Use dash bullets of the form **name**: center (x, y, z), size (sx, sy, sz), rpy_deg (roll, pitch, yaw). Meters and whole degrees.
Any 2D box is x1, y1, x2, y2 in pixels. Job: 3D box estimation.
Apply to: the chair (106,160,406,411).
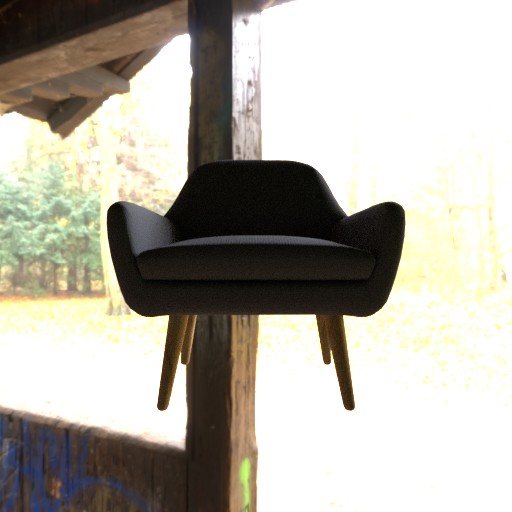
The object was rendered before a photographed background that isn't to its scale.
- **chair**: center (0.000, 0.000, 1.463), size (0.770, 0.800, 0.779), rpy_deg (0, -1, 0)
